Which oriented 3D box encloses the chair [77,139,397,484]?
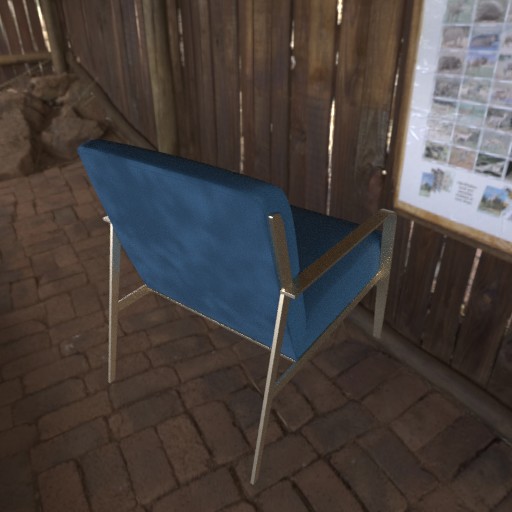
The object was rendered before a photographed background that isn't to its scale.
[{"bbox_3d":[0.000,0.000,1.461,0.692,0.831,0.859,20,36,31],"label":"chair"}]
